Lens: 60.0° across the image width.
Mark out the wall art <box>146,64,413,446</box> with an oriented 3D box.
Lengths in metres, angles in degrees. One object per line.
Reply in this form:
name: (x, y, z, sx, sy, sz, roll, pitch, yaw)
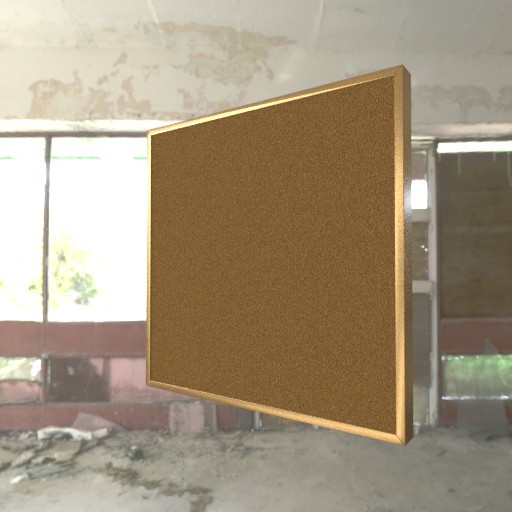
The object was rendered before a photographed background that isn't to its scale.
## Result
wall art: (0.000, 0.000, 0.746, 0.505, 0.505, 0.037, -1, -1, 35)
